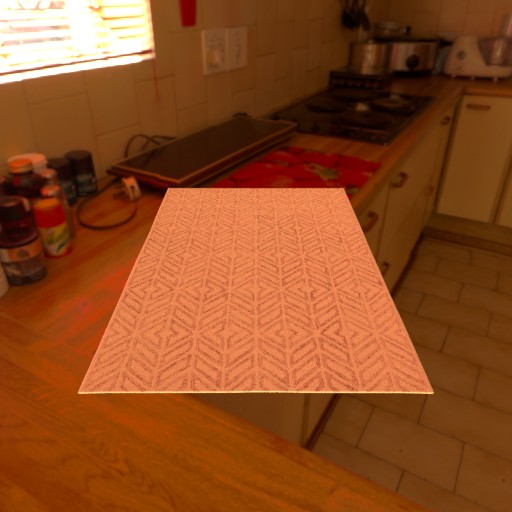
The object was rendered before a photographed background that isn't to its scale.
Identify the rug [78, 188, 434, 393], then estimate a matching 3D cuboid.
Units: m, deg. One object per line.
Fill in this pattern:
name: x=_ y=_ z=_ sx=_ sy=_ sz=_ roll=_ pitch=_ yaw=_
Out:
rug: x=0.000 y=0.000 z=2.301 sx=1.220 sy=0.007 sz=1.828 roll=0 pitch=31 yaw=0
